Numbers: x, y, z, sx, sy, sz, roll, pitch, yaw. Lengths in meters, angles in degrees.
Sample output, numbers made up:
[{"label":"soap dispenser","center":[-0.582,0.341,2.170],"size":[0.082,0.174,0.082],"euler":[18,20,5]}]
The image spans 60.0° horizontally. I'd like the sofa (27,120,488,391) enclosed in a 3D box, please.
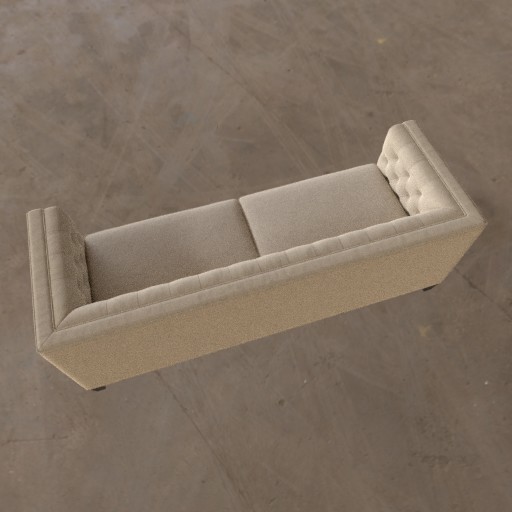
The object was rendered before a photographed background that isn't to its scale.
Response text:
[{"label":"sofa","center":[0.000,0.000,2.511],"size":[2.159,0.762,0.775],"euler":[-15,61,-9]}]
